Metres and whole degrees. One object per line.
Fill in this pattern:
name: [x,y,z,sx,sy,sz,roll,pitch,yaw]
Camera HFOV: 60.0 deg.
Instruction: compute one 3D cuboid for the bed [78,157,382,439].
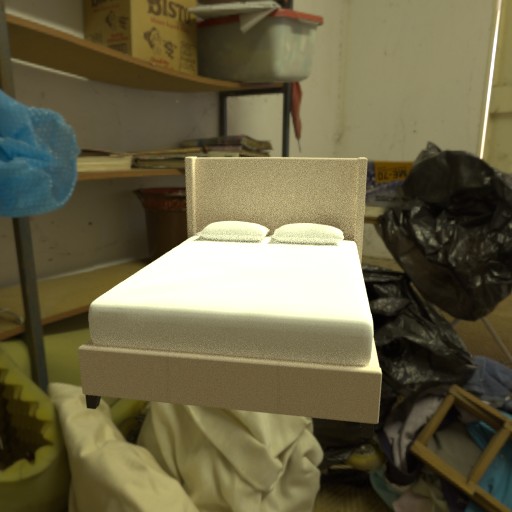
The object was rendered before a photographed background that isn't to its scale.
bed: [0.000,0.000,3.519,1.778,1.471,2.293,2,14,9]
